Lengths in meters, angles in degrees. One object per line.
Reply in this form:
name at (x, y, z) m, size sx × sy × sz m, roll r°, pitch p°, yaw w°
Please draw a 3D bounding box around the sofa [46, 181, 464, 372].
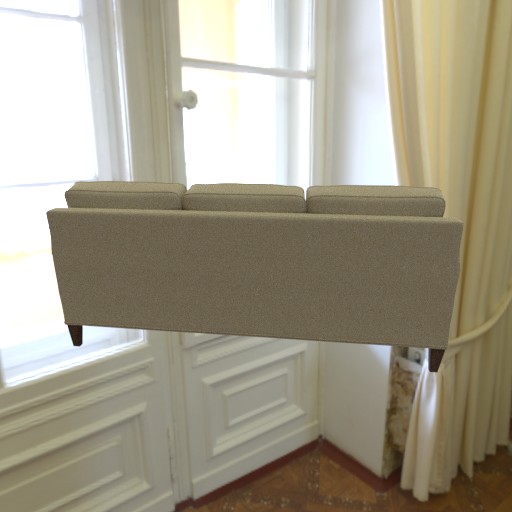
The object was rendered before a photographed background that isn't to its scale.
sofa at (0.000, 0.000, 2.850) m, size 2.246 × 1.003 × 1.084 m, roll 2°, pitch 16°, yaw 8°
